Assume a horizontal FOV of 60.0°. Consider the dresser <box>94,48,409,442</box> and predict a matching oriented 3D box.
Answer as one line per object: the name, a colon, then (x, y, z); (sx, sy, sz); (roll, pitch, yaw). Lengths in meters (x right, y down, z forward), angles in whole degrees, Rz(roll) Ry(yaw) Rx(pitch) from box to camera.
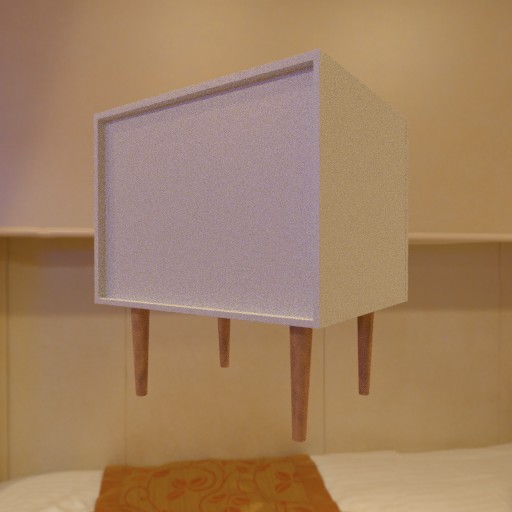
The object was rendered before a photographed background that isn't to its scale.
dresser: (0.000, 0.000, 0.914); (0.503, 0.568, 0.414); (1, 1, 35)
